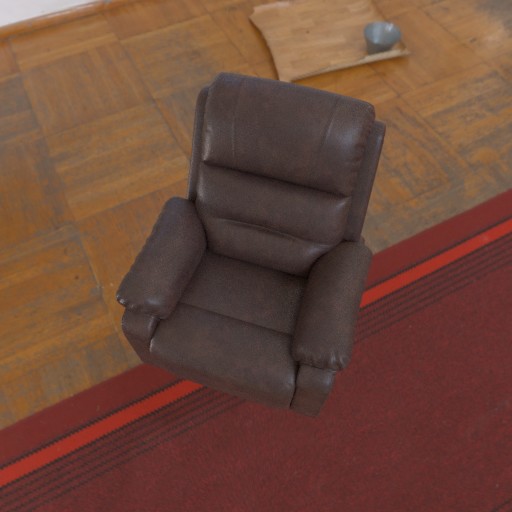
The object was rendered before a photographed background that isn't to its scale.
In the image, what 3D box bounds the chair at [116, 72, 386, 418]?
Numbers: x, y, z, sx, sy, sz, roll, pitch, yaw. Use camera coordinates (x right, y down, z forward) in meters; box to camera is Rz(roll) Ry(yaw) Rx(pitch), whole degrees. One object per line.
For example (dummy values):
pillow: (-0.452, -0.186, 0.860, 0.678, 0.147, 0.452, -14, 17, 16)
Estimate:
chair: (0.000, 0.000, 1.712, 0.855, 0.992, 0.919, 15, 60, 9)
